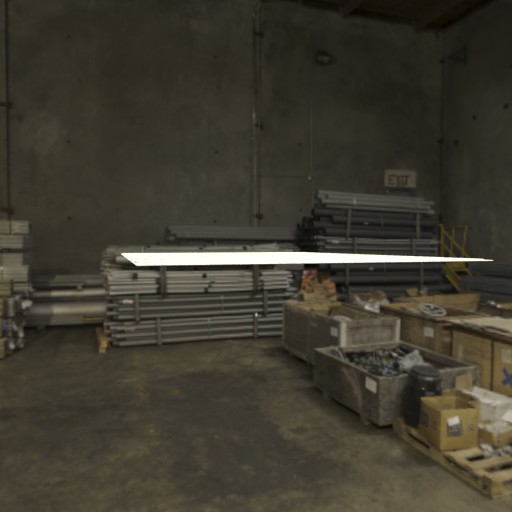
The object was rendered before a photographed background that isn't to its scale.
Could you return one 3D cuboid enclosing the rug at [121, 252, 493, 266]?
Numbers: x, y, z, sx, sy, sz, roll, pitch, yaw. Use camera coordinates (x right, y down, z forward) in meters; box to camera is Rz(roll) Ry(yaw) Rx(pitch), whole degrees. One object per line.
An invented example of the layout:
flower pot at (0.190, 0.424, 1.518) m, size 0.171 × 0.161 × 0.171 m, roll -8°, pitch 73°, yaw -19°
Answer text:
rug at (0.000, 0.000, 2.031) m, size 1.146 × 0.006 × 1.556 m, roll 0°, pitch 1°, yaw -18°
